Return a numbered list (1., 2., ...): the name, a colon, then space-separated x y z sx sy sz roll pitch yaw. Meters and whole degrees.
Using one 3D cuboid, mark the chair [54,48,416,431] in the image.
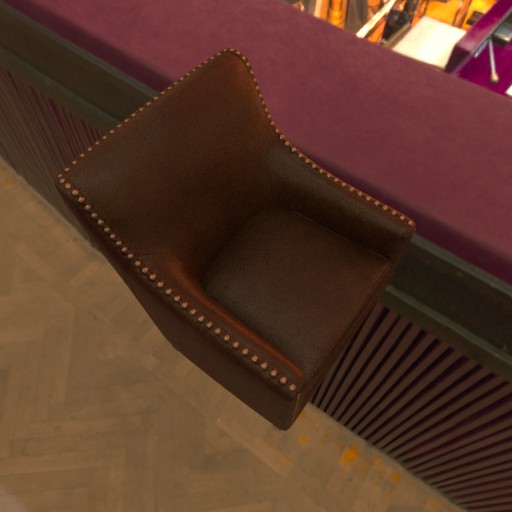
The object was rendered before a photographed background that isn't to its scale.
1. chair: 0.000 0.000 1.331 0.704 0.813 0.639 33 64 18
